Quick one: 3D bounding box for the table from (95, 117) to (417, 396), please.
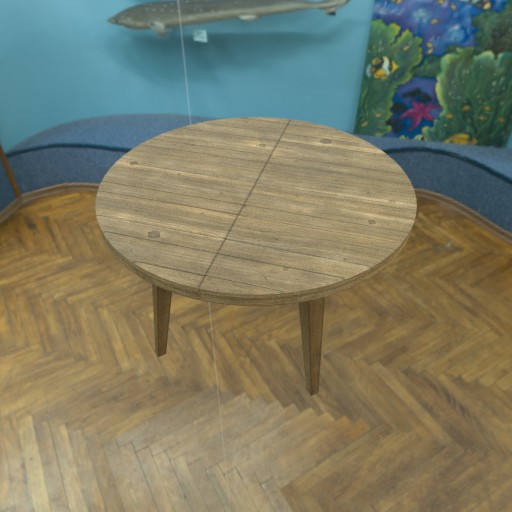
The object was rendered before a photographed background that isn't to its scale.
[{"bbox_3d":[0.000,0.000,1.985,1.213,0.764,1.213,0,41,0],"label":"table"}]
